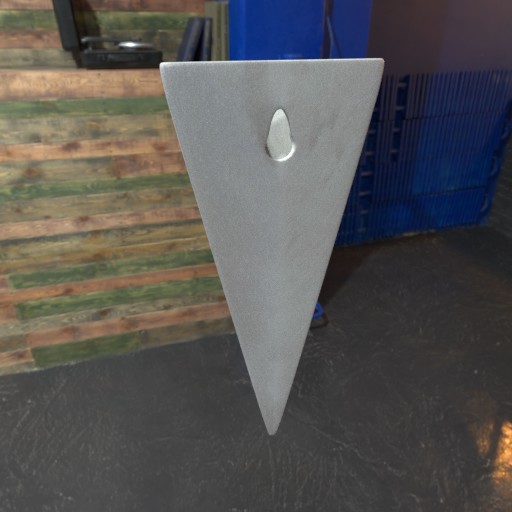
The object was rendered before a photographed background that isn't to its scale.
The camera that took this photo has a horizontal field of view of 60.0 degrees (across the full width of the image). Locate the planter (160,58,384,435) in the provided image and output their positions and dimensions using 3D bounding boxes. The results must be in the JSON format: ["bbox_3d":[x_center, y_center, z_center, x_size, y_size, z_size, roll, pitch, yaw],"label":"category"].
[{"bbox_3d":[0.000,0.000,0.157,0.058,0.130,0.047,-7,28,-14],"label":"planter"}]
